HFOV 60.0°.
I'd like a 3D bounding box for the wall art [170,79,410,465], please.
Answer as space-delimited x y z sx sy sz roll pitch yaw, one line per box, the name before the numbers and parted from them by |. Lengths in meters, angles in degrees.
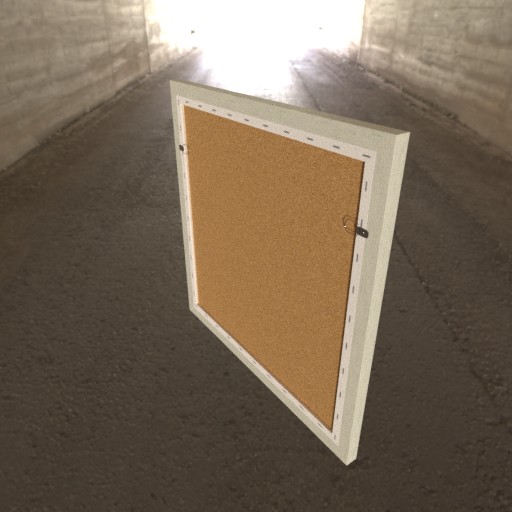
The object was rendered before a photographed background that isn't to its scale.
wall art | 0.000 0.000 1.500 0.045 1.016 1.016 -19 34 -31
